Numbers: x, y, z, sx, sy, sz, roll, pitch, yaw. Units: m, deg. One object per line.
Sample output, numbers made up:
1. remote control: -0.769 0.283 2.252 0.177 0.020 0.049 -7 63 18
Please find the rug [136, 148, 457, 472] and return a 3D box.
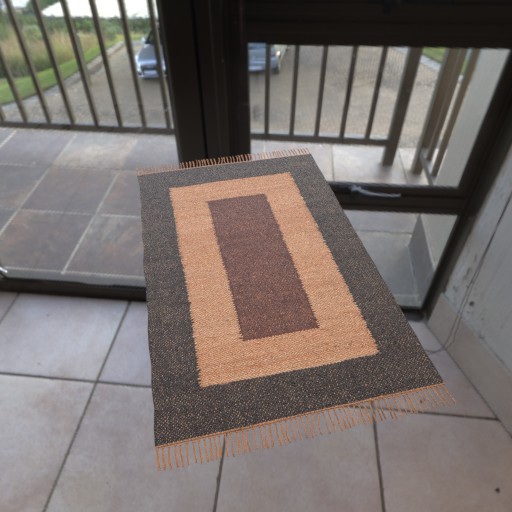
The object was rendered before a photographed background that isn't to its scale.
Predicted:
1. rug: 0.000 0.000 1.816 0.920 0.013 1.541 -9 45 -9
